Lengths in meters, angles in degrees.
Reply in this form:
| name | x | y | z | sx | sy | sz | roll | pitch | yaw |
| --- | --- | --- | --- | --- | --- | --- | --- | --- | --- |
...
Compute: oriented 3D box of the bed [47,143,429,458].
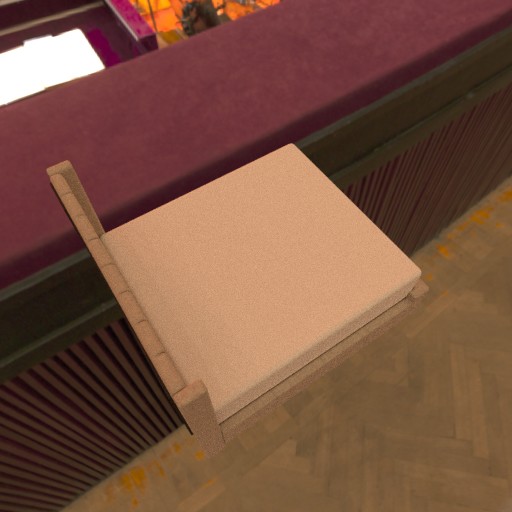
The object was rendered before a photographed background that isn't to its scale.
| name | x | y | z | sx | sy | sz | roll | pitch | yaw |
| --- | --- | --- | --- | --- | --- | --- | --- | --- | --- |
| bed | 0.000 | 0.000 | 3.834 | 2.370 | 1.743 | 2.045 | -29 | 62 | -17 |
